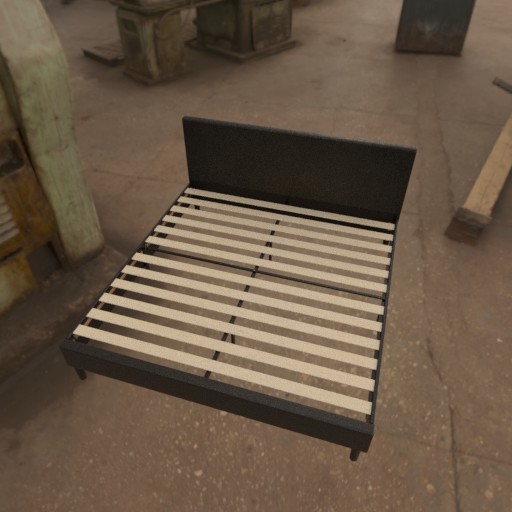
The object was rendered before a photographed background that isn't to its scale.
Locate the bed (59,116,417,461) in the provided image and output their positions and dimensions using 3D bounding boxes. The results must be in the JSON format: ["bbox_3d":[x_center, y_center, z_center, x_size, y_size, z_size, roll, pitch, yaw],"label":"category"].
[{"bbox_3d":[0.000,0.000,3.323,2.018,1.046,2.152,12,43,13],"label":"bed"}]
